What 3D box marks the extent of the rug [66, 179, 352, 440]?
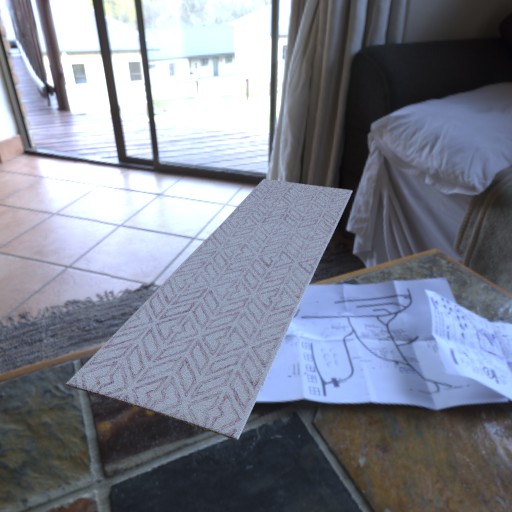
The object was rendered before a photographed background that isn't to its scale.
[{"bbox_3d":[0.000,0.000,2.657,0.750,0.009,2.435,11,32,17],"label":"rug"}]
